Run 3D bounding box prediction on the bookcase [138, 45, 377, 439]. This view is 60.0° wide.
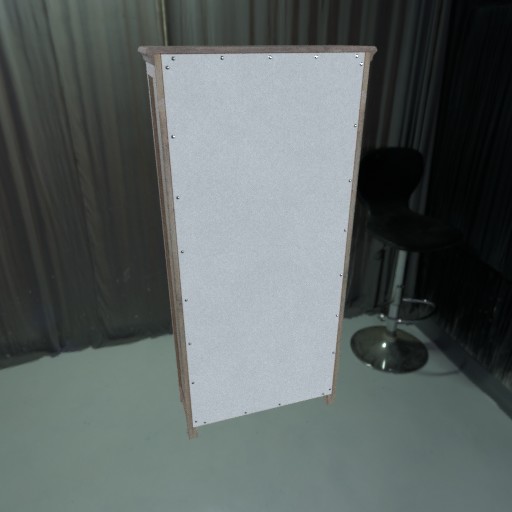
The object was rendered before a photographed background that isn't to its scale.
[{"bbox_3d":[0.000,0.000,2.197,0.906,1.880,0.348,-8,27,-16],"label":"bookcase"}]
